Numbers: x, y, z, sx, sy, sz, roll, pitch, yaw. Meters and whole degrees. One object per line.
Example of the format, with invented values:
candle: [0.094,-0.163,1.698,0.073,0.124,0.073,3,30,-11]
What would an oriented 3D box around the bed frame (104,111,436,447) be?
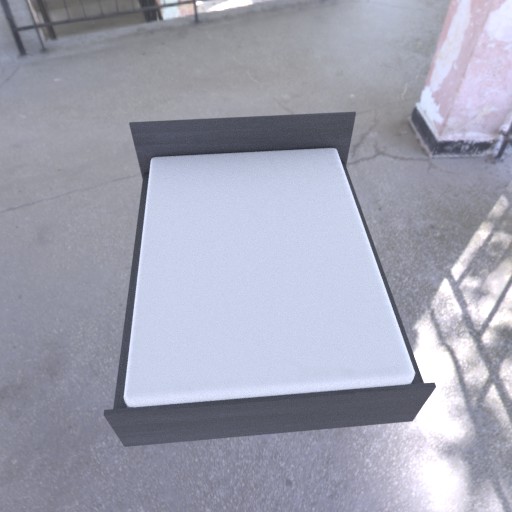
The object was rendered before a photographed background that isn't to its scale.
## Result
bed frame: [0.000,0.000,2.828,1.622,0.800,1.960,-4,49,-3]
